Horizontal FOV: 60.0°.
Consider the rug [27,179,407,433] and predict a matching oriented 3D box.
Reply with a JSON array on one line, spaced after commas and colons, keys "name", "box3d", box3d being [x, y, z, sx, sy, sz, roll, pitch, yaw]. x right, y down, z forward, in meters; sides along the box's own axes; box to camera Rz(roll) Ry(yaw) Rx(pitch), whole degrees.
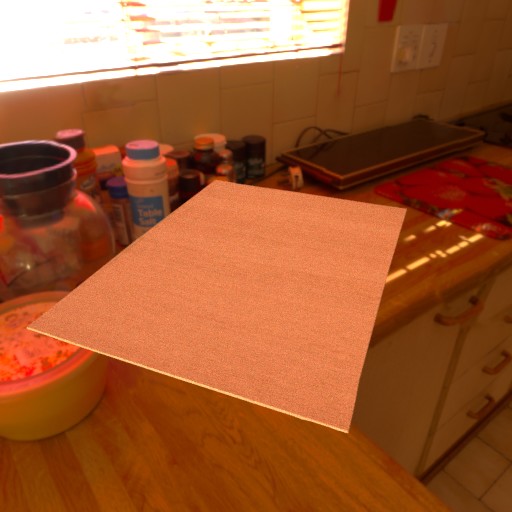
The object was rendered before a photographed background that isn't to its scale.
[{"name": "rug", "box3d": [0.000, 0.000, 4.186, 2.434, 0.045, 3.202, 12, 33, 19]}]
